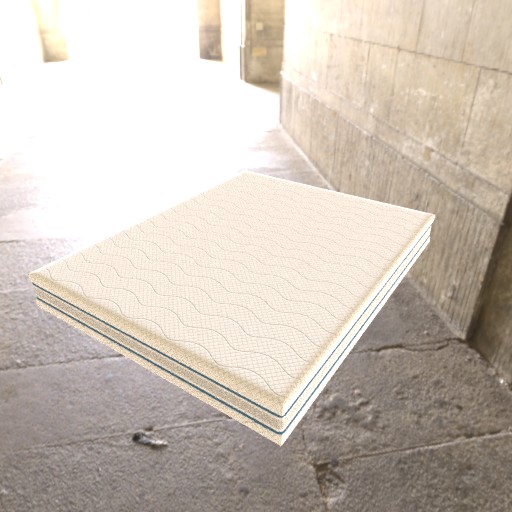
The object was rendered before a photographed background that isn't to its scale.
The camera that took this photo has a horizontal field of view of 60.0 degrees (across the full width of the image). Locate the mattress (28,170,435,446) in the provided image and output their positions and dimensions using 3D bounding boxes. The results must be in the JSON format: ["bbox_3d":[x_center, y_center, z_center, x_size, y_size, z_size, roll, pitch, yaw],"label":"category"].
[{"bbox_3d":[0.000,0.000,2.746,1.600,0.230,2.000,19,35,29],"label":"mattress"}]
